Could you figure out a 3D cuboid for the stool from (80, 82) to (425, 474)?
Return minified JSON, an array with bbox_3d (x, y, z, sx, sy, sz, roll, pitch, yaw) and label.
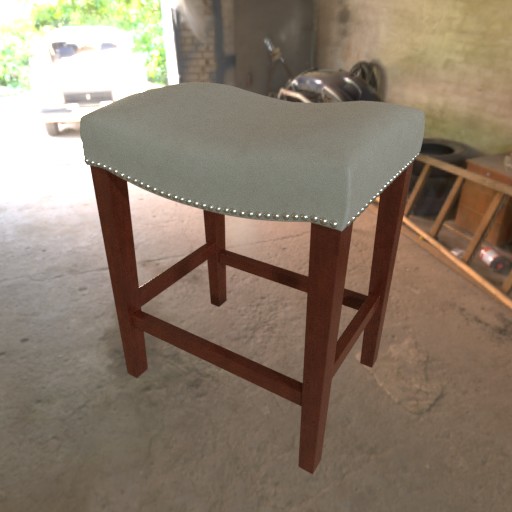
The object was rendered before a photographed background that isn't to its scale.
[{"bbox_3d":[0.000,0.000,0.925,0.509,0.632,0.375,18,35,27],"label":"stool"}]
